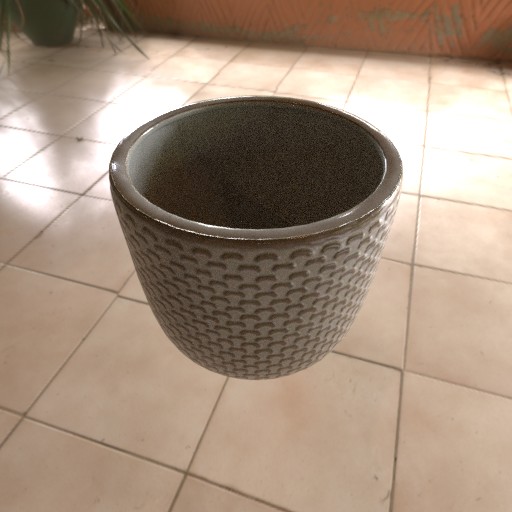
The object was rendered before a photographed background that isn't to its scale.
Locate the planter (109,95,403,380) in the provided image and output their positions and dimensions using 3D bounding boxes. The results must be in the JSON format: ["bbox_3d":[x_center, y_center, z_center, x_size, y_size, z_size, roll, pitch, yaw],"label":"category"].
[{"bbox_3d":[0.000,0.000,0.362,0.197,0.191,0.197,0,41,0],"label":"planter"}]
